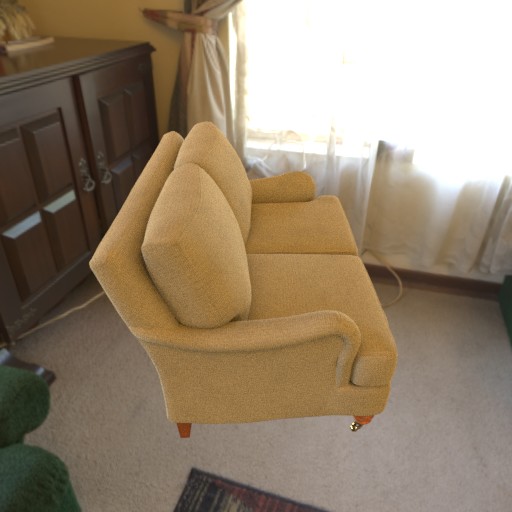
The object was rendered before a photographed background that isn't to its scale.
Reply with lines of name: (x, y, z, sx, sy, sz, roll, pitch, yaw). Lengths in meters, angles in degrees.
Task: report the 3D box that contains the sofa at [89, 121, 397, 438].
sofa: (0.000, 0.000, 2.226, 1.087, 0.999, 1.480, 0, 32, 0)
